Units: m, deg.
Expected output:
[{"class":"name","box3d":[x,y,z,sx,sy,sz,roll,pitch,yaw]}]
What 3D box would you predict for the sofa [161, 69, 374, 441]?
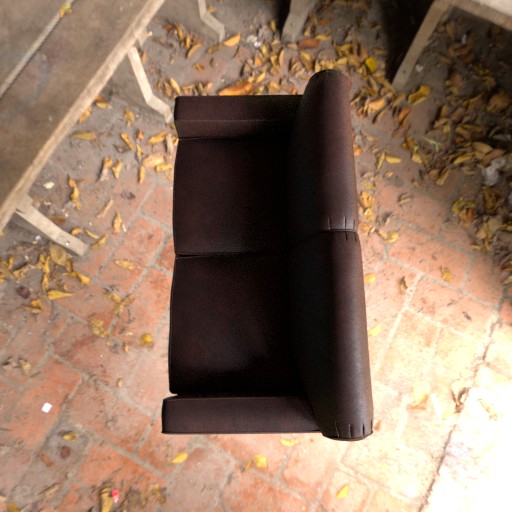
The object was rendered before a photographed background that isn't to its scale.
[{"class":"sofa","box3d":[0.000,0.000,2.481,1.000,0.966,1.856,-1,75,0]}]
